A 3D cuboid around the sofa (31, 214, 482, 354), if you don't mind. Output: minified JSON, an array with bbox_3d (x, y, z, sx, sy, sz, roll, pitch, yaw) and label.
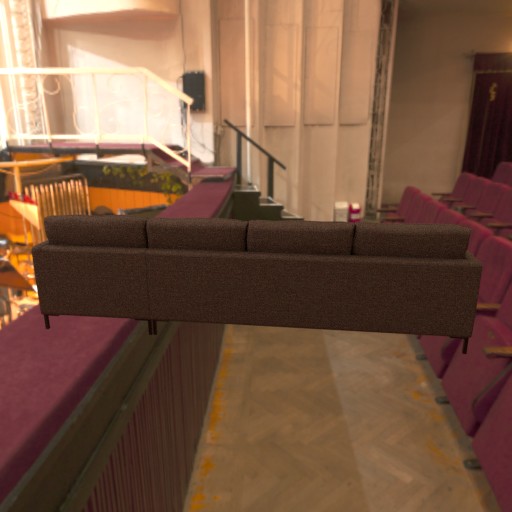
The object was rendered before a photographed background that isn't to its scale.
[{"bbox_3d":[0.000,0.000,3.816,3.221,0.892,1.483,2,17,7],"label":"sofa"}]
